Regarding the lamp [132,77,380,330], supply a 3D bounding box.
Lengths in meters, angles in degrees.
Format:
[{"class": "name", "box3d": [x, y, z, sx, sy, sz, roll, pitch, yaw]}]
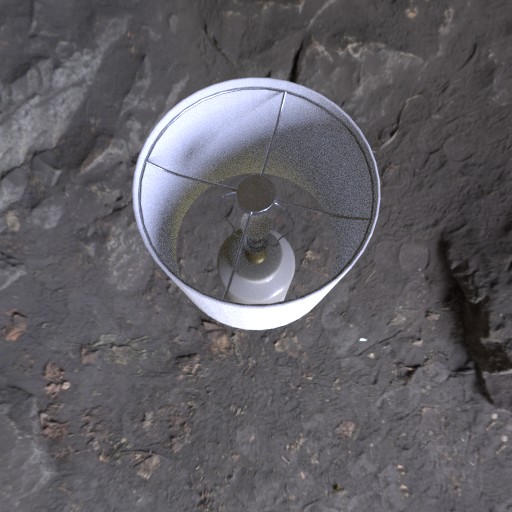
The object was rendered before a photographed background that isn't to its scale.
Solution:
[{"class": "lamp", "box3d": [0.000, 0.000, 0.616, 0.212, 0.493, 0.212, 15, 76, 4]}]
